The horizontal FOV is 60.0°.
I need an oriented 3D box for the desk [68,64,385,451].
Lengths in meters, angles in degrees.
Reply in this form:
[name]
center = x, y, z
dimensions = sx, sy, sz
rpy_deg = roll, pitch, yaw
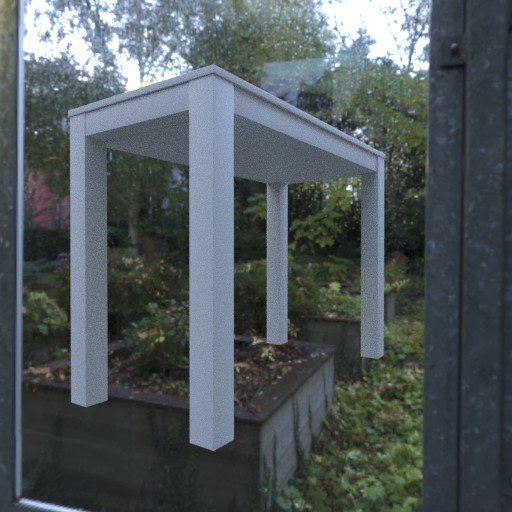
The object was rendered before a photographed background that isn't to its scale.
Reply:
[desk]
center = 0.000, 0.000, 1.418
dimensions = 0.497, 0.762, 0.990
rpy_deg = 0, 1, 35
